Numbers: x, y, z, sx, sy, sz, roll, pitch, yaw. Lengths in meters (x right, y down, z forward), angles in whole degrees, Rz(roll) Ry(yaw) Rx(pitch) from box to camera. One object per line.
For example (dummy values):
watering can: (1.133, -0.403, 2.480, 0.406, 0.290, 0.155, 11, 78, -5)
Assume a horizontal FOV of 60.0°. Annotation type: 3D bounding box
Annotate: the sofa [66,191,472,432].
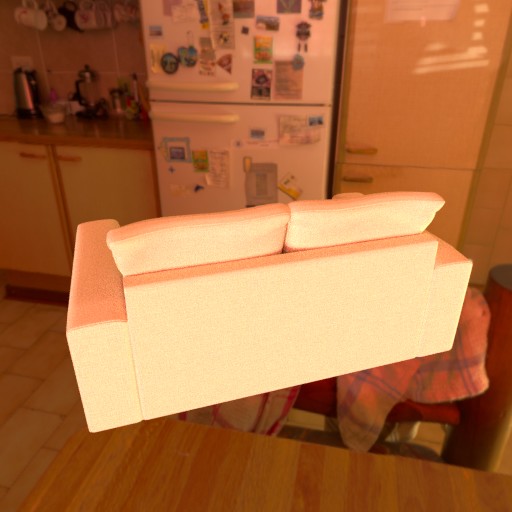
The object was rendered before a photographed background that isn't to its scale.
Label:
sofa: (0.000, 0.000, 2.300, 1.754, 0.875, 1.091, -8, 28, -16)
